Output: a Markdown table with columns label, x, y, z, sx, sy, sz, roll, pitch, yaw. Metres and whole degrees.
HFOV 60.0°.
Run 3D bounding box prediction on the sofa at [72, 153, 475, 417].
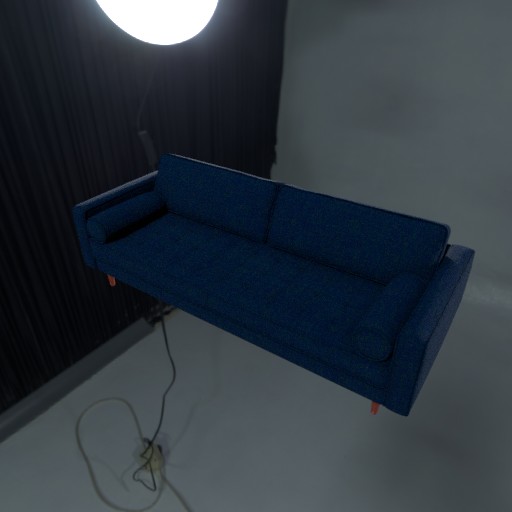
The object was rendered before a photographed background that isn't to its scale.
| label | x | y | z | sx | sy | sz | roll | pitch | yaw |
| --- | --- | --- | --- | --- | --- | --- | --- | --- | --- |
| sofa | 0.000 | 0.000 | 2.641 | 2.210 | 0.762 | 0.914 | 20 | 37 | 28 |
